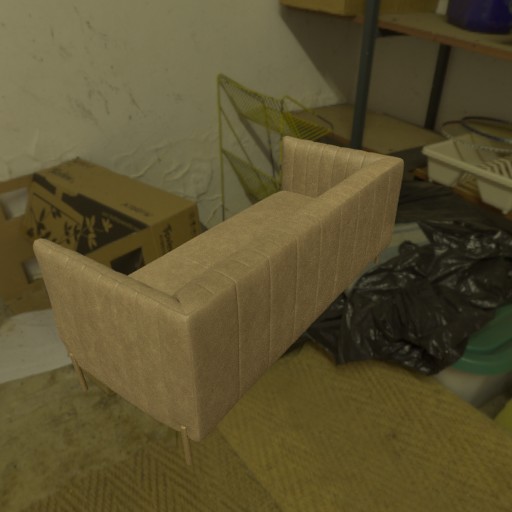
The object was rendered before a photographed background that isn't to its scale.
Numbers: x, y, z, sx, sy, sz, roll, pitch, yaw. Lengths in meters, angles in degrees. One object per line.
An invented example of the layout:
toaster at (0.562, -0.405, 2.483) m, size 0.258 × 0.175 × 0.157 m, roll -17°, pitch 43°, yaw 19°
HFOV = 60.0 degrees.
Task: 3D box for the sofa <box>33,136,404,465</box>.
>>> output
sofa at (0.000, 0.000, 2.421) m, size 0.876 × 0.779 × 1.980 m, roll 20°, pitch 36°, yaw 30°
